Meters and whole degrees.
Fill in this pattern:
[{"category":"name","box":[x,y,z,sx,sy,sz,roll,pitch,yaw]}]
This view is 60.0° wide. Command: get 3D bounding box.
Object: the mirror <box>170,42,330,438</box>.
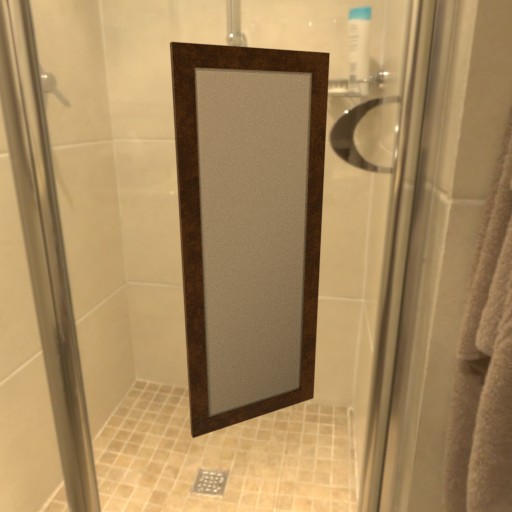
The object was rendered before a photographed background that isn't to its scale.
[{"category":"mirror","box":[0.000,0.000,2.374,0.812,2.031,0.032,-9,20,-25]}]
